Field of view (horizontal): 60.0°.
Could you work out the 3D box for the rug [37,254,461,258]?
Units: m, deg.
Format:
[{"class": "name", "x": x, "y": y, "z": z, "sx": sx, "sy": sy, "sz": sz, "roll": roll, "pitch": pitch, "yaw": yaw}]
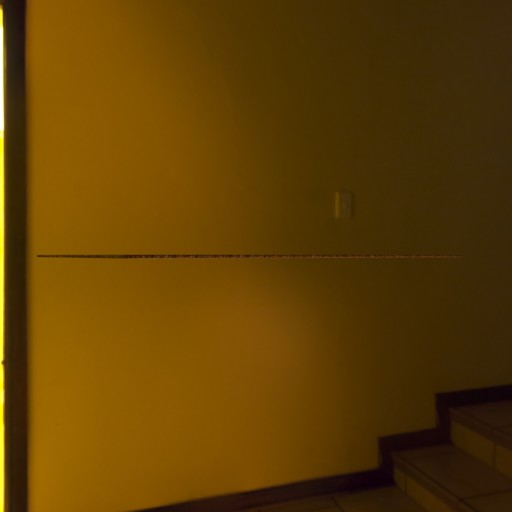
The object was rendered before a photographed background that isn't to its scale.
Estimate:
[{"class": "rug", "x": 0.000, "y": 0.000, "z": 2.241, "sx": 1.808, "sy": 0.011, "sz": 1.189, "roll": 0, "pitch": 0, "yaw": -37}]
